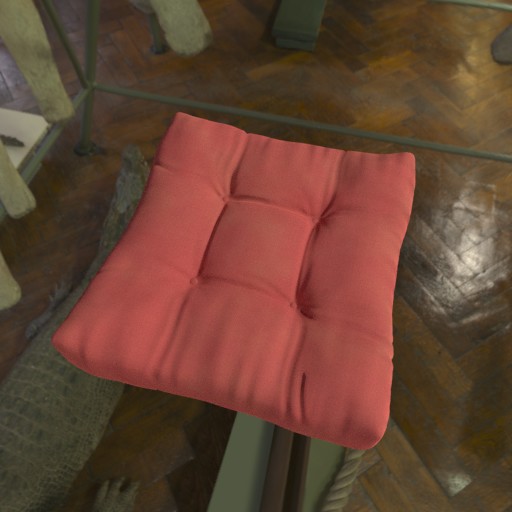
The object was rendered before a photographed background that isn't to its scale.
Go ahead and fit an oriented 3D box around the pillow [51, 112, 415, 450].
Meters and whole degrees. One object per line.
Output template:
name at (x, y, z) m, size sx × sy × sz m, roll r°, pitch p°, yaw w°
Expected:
pillow at (0.000, 0.000, 0.718) m, size 0.468 × 0.128 × 0.490 m, roll 13°, pitch 60°, yaw 8°
